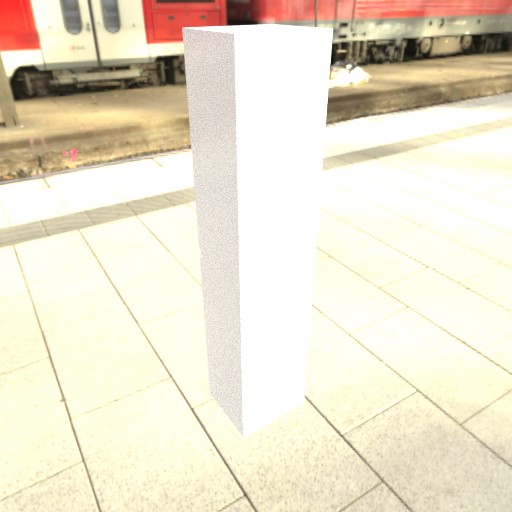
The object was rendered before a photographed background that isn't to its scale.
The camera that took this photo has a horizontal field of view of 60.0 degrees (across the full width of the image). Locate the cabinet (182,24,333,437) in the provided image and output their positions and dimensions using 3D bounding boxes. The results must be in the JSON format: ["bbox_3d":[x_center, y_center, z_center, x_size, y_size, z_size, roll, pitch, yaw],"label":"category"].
[{"bbox_3d":[0.000,0.000,1.529,0.300,1.400,0.269,-19,35,-29],"label":"cabinet"}]
